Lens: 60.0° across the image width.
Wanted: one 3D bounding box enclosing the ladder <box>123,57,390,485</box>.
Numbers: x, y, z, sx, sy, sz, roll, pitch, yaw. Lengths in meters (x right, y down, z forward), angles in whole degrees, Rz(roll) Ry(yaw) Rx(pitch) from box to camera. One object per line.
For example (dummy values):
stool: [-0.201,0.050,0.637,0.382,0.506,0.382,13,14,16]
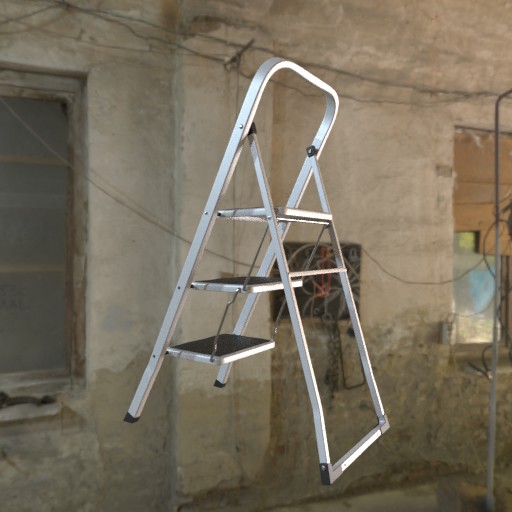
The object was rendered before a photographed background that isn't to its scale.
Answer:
ladder: [0.000,0.000,1.379,0.711,1.050,0.460,1,1,36]
